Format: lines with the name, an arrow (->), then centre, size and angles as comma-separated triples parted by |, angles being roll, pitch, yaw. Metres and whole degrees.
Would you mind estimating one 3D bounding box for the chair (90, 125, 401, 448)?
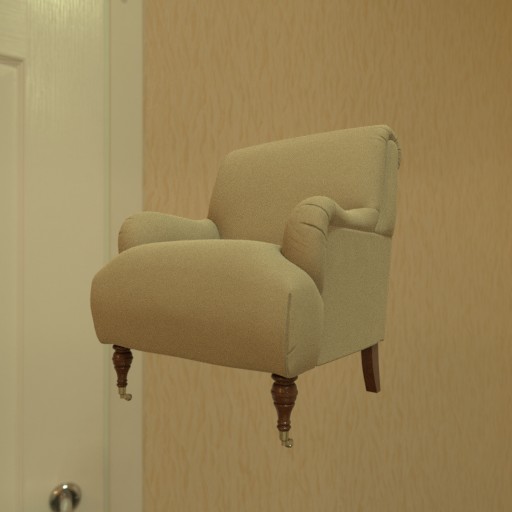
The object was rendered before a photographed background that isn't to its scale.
chair -> 0.000, 0.000, 1.500 | 0.766, 0.942, 0.842 | 0, 0, 36
